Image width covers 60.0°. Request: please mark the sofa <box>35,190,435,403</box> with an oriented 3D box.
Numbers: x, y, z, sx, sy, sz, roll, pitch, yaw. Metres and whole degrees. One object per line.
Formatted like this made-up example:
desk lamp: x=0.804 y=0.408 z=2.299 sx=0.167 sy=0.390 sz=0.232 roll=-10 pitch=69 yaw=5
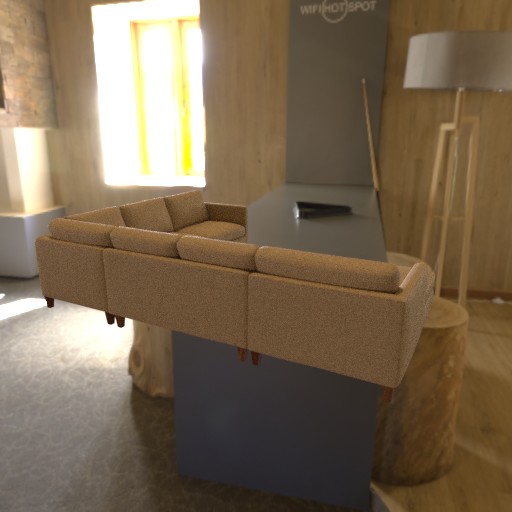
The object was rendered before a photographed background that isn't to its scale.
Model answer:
sofa: x=0.000 y=0.000 z=4.492 sx=3.403 sy=0.889 sz=2.551 roll=8 pitch=18 yaw=27
